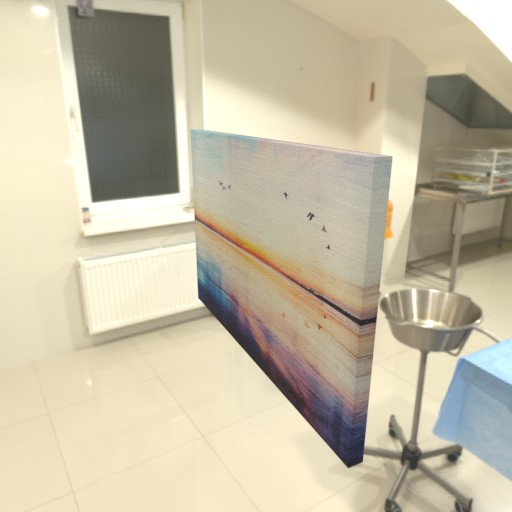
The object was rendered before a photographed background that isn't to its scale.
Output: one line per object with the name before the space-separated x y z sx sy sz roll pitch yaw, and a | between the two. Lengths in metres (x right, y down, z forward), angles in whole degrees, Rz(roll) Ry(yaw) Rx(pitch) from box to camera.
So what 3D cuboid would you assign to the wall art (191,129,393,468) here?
wall art | 0.000 0.000 1.175 0.037 0.605 0.911 -9 21 -24
